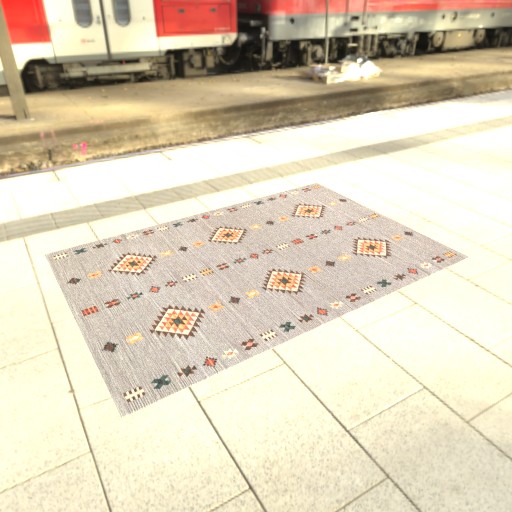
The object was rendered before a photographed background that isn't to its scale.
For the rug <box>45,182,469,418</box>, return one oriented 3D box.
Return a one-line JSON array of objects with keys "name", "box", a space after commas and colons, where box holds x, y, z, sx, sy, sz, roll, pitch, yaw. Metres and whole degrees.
[{"name": "rug", "box": [0.000, 0.000, 2.282, 1.818, 0.005, 1.217, -19, 36, -28]}]
